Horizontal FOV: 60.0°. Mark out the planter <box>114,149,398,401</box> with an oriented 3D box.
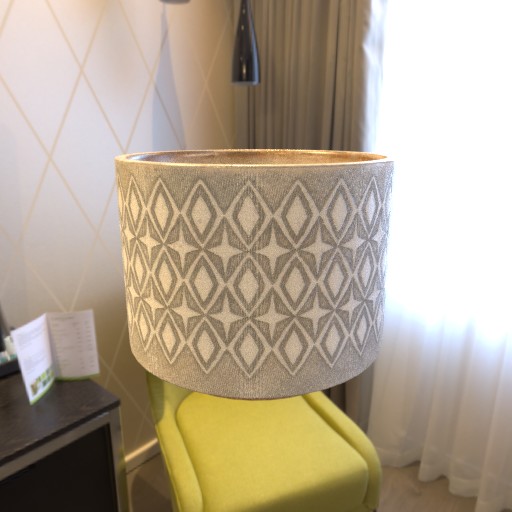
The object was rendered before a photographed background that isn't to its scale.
[{"bbox_3d":[0.000,0.000,0.324,0.186,0.144,0.186,0,16,0],"label":"planter"}]
